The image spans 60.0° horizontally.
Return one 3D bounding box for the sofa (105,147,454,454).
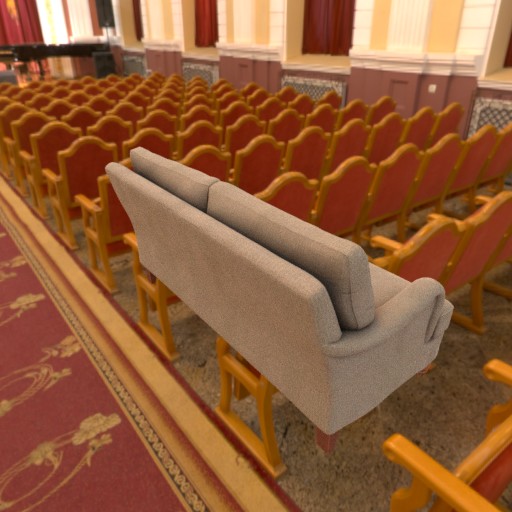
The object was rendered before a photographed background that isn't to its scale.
[{"bbox_3d":[0.000,0.000,2.803,1.069,1.096,2.193,-19,32,-32],"label":"sofa"}]
